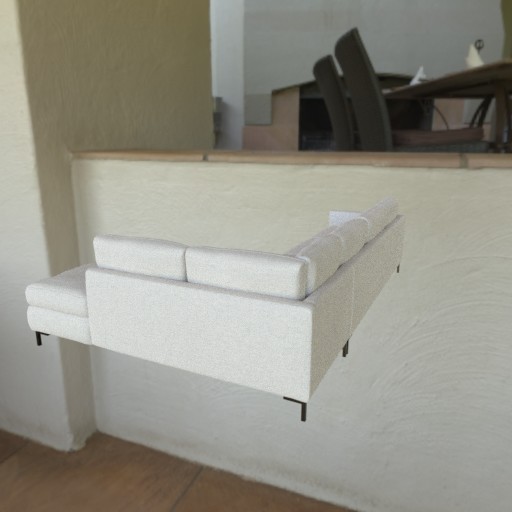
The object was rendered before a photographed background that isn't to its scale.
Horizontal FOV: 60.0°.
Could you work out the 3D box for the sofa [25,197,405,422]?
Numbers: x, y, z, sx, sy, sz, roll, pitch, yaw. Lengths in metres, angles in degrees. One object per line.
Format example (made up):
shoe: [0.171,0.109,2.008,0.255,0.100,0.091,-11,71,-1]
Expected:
sofa: [0.000,0.000,3.767,2.007,0.815,2.949,7,16,25]
